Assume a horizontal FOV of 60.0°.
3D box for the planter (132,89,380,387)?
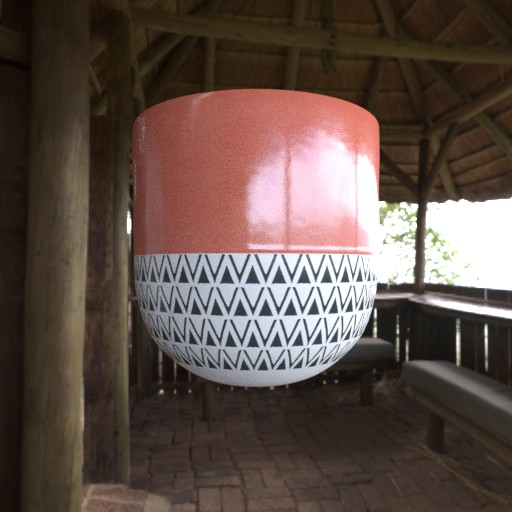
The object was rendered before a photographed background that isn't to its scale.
[{"bbox_3d":[0.000,0.000,0.493,0.266,0.270,0.266,0,-1,0],"label":"planter"}]
